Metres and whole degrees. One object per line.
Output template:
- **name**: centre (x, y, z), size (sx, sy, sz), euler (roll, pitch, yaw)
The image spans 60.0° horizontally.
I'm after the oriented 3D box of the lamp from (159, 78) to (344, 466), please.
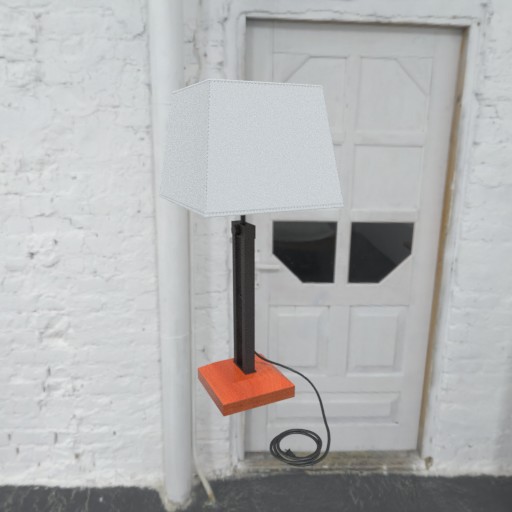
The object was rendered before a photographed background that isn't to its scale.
- **lamp**: centre (0.000, 0.000, 0.993), size (0.310, 0.737, 0.498), euler (-7, 16, -24)
